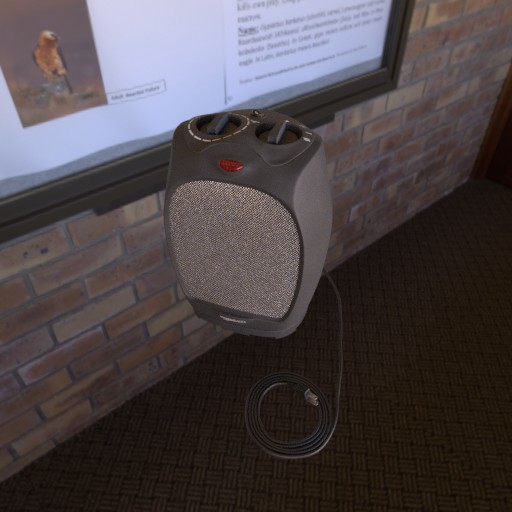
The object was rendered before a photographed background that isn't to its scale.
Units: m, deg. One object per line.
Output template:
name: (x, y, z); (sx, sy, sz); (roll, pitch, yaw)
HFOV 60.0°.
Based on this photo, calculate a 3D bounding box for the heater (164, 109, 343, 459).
heater: (0.000, 0.000, 0.477); (0.239, 0.255, 0.291); (12, 43, 14)
